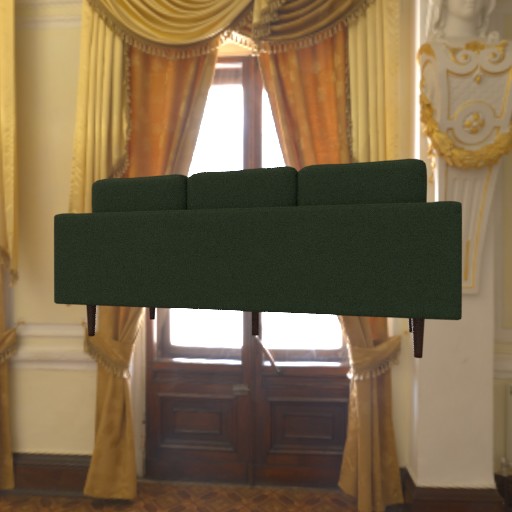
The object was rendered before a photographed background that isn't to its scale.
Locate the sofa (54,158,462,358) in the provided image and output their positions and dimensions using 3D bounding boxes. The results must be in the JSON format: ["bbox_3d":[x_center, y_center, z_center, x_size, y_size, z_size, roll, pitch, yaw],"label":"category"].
[{"bbox_3d":[0.000,0.000,2.523,2.029,0.899,0.879,0,0,17],"label":"sofa"}]
